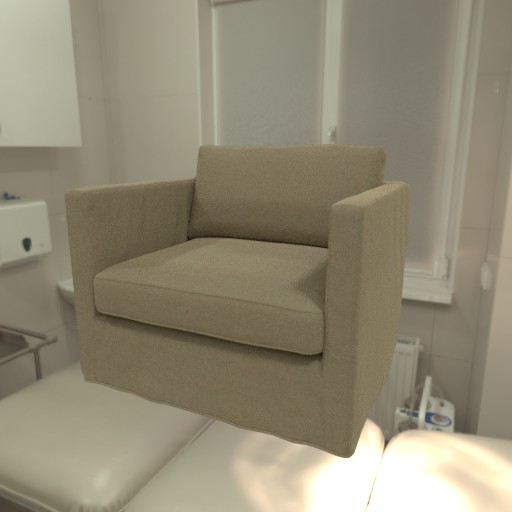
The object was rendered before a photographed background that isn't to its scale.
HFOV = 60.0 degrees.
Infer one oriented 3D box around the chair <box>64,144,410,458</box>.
[{"bbox_3d":[0.000,0.000,1.752,1.057,0.863,0.949,6,15,25],"label":"chair"}]
